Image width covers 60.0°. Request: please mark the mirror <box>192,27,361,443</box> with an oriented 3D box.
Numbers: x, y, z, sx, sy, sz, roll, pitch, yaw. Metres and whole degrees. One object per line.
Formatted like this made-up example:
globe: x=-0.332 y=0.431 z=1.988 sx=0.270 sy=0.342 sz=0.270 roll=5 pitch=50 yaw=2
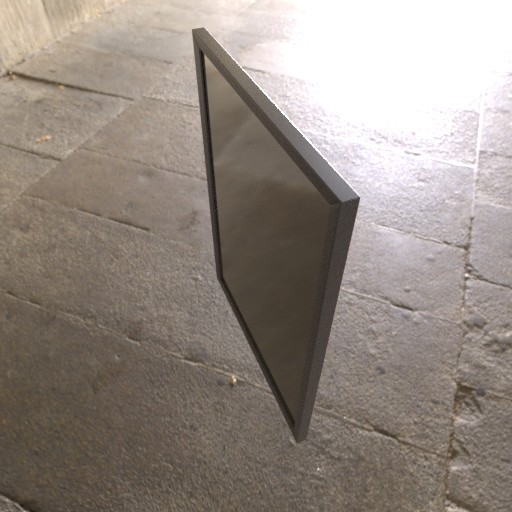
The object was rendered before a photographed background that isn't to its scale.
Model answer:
mirror: x=0.000 y=0.000 z=1.305 sx=0.040 sy=1.016 sz=0.762 roll=-18 pitch=50 yaw=-16
